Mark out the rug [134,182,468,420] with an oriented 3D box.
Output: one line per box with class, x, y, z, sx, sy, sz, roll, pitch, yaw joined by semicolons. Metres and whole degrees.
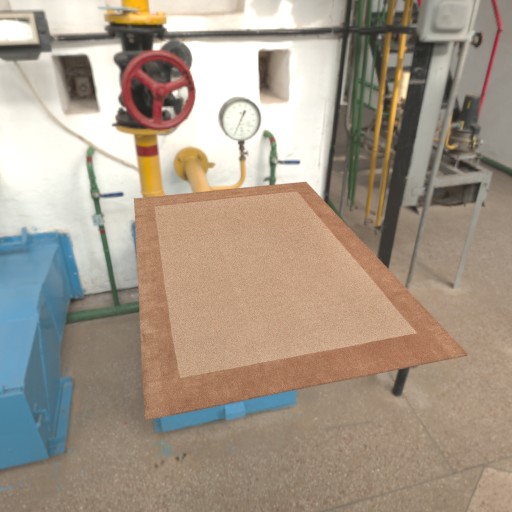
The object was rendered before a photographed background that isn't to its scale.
rug;0.000;0.000;2.334;1.219;0.014;1.829;-8;32;-12
